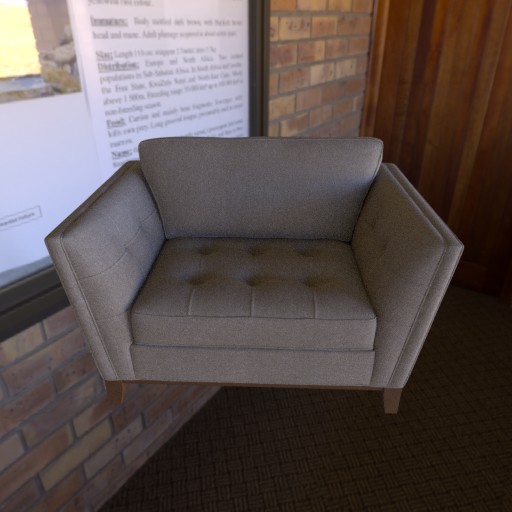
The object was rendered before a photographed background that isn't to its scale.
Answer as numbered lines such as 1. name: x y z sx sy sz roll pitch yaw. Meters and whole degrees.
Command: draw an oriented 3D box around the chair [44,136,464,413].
1. chair: 0.000 0.000 2.025 1.396 0.942 0.965 1 28 2
